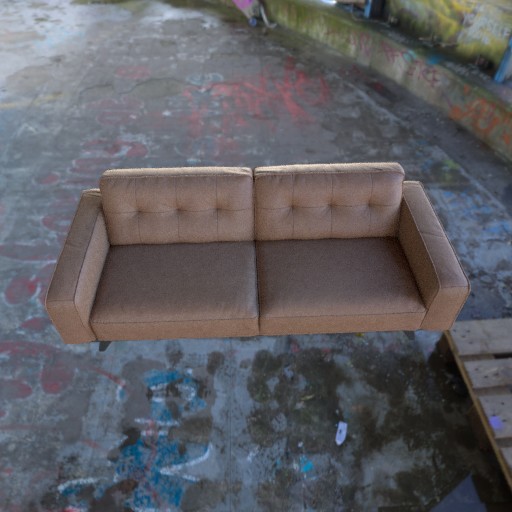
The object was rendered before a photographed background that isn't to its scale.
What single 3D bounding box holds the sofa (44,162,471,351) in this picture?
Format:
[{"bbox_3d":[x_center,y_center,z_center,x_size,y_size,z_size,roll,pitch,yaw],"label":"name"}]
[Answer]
[{"bbox_3d":[0.000,0.000,2.744,2.270,0.780,0.953,-2,46,-2],"label":"sofa"}]
